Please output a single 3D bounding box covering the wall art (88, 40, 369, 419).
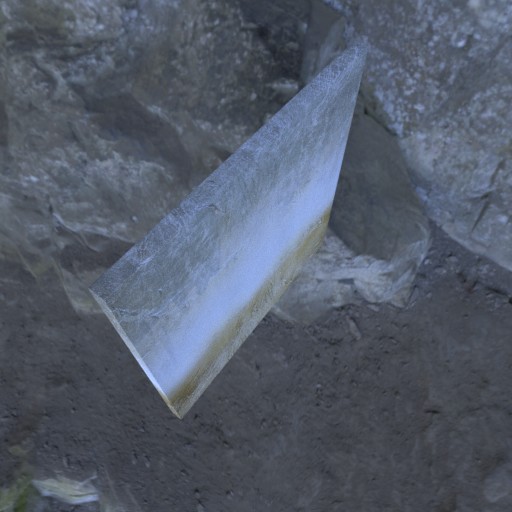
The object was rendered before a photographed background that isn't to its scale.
[{"bbox_3d":[0.000,0.000,1.602,0.051,1.091,1.092,32,63,19],"label":"wall art"}]
